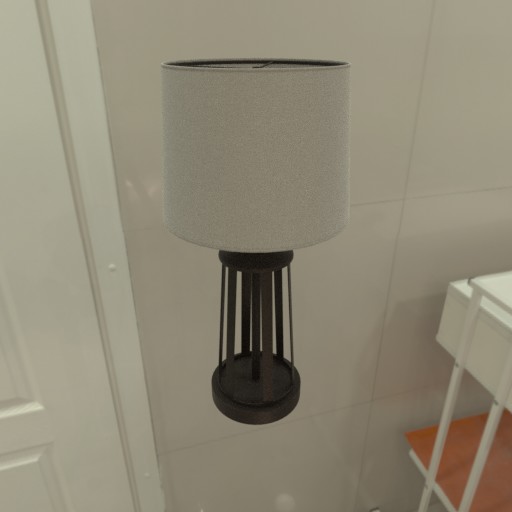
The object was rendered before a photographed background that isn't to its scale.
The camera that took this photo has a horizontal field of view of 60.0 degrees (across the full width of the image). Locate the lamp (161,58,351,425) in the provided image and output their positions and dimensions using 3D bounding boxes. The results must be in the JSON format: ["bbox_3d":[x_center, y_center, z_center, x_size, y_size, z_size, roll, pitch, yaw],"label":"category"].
[{"bbox_3d":[0.000,0.000,0.635,0.251,0.509,0.251,0,26,0],"label":"lamp"}]
